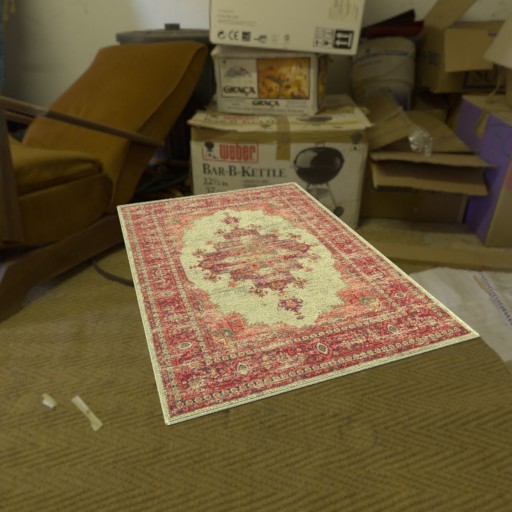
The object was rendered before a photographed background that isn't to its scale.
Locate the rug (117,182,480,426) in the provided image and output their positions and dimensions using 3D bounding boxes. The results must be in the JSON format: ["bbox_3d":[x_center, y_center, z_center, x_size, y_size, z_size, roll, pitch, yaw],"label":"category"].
[{"bbox_3d":[0.000,0.000,2.242,1.217,0.011,1.747,-10,32,-17],"label":"rug"}]
